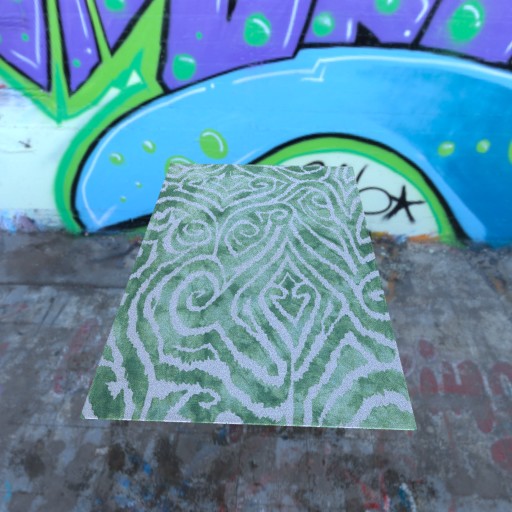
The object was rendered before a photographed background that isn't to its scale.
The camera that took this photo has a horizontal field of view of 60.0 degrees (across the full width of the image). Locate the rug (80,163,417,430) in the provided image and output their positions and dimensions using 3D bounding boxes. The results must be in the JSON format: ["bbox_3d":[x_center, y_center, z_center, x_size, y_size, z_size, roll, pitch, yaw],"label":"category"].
[{"bbox_3d":[0.000,0.000,2.283,1.220,0.006,1.826,1,42,2],"label":"rug"}]
